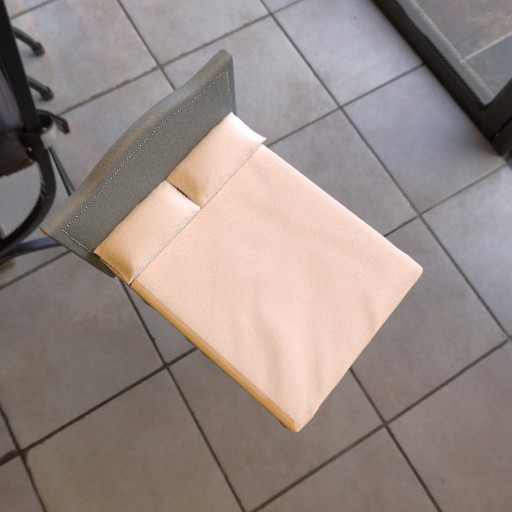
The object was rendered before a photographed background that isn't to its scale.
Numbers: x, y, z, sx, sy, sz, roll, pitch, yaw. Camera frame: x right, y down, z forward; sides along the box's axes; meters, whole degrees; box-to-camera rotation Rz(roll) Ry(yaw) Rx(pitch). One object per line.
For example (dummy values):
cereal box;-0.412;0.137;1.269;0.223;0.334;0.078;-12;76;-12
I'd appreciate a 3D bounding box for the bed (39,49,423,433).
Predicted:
bed;0.000;0.000;3.371;2.143;1.460;1.753;40;79;10
